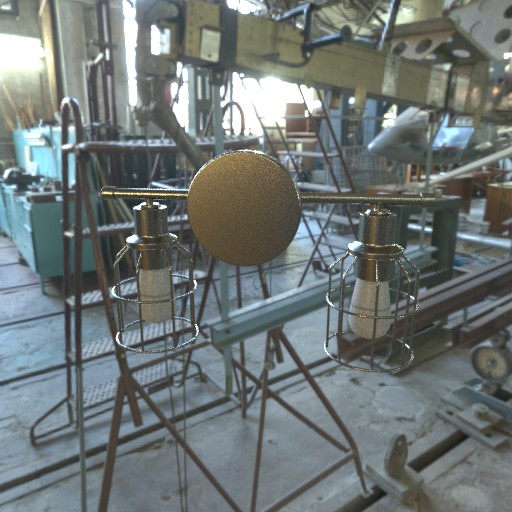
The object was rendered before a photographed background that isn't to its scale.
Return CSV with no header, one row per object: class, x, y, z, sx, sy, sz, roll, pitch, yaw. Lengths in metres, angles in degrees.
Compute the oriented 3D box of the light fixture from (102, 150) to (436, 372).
light fixture,0.000,0.000,0.536,0.406,0.254,0.165,3,16,9
